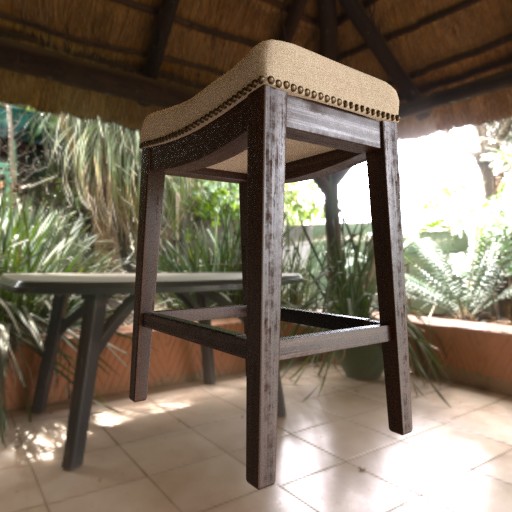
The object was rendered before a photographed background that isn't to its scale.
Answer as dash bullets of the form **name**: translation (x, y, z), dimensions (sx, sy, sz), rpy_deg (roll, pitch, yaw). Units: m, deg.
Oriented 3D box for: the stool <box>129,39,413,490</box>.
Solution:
- **stool**: translation (0.000, 0.000, 0.938), dimensions (0.363, 0.669, 0.509), rpy_deg (0, -1, -36)
